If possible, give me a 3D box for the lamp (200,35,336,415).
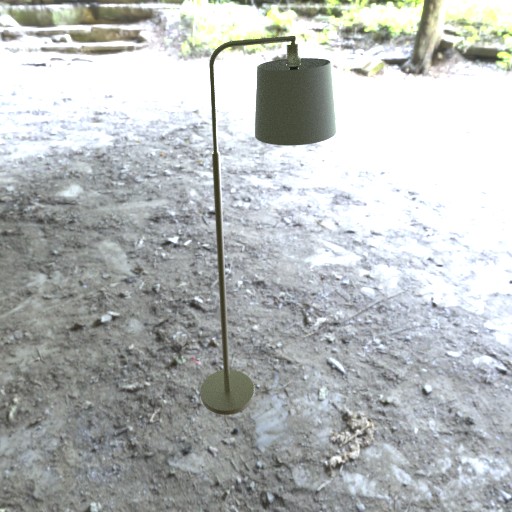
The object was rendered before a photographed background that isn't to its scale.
[{"bbox_3d":[0.000,0.000,1.653,0.508,1.478,0.254,0,32,-1],"label":"lamp"}]
